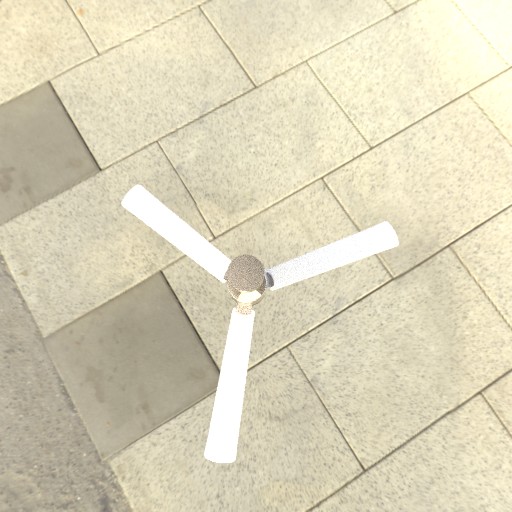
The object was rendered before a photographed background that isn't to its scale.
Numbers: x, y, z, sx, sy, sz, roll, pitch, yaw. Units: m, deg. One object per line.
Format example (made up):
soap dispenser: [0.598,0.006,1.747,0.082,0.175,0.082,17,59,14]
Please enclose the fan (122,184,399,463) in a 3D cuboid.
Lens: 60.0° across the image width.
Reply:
fan: [0.000,0.000,2.280,1.531,0.446,1.561,-33,78,-8]
